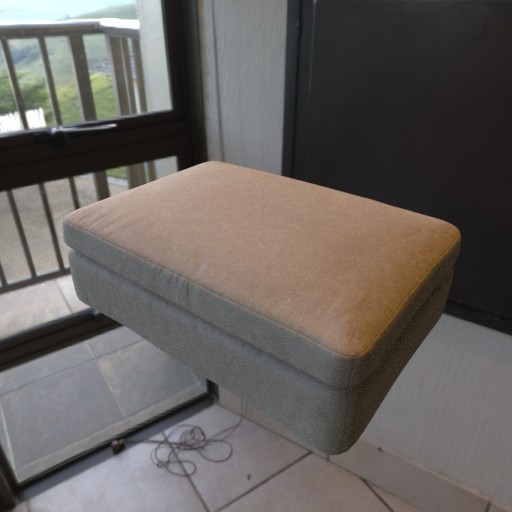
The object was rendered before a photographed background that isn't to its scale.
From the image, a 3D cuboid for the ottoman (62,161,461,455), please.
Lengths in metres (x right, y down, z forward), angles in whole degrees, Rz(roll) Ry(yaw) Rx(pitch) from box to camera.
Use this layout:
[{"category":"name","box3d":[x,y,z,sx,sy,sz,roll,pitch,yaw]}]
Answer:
[{"category":"ottoman","box3d":[0.000,0.000,1.603,1.199,0.429,0.840,21,37,32]}]
